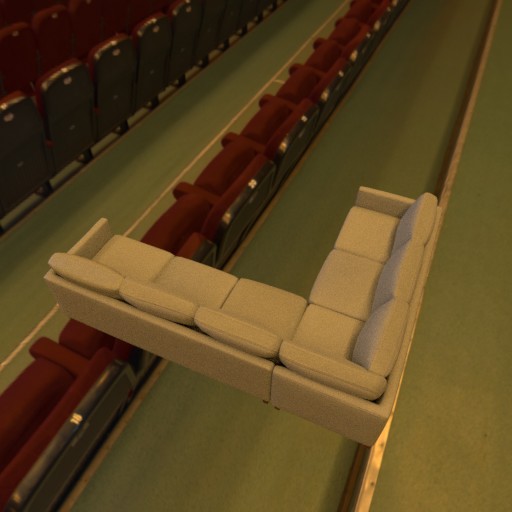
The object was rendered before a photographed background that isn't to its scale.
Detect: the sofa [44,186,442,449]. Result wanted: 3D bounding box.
[{"bbox_3d":[0.000,0.000,4.627,3.301,0.947,2.592,19,51,16],"label":"sofa"}]
